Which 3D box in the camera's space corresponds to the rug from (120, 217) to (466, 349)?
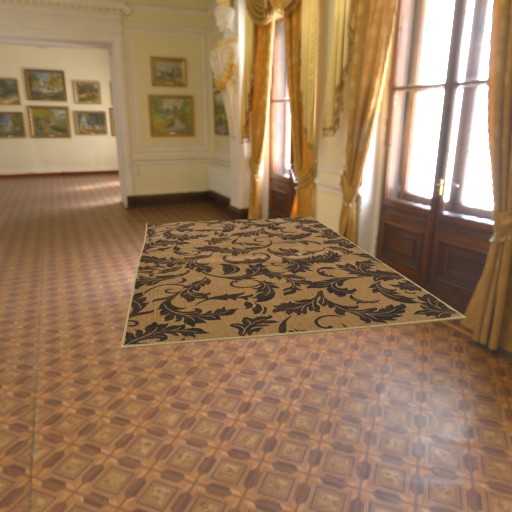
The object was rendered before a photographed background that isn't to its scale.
[{"bbox_3d":[0.000,0.000,2.936,1.522,0.008,2.284,-3,17,-11],"label":"rug"}]
